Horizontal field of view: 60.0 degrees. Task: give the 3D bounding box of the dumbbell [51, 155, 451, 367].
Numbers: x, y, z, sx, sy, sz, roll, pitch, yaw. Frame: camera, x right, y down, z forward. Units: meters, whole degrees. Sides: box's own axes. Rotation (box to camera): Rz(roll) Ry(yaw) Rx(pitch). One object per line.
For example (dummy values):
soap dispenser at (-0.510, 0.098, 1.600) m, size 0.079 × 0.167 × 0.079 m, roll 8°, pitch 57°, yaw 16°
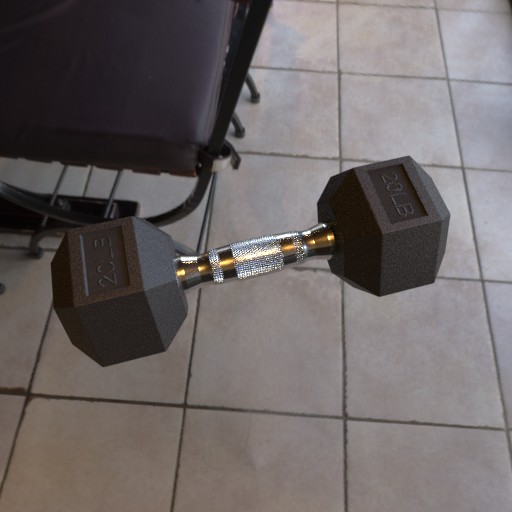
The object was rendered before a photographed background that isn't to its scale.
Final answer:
dumbbell at (0.000, 0.000, 0.325) m, size 0.272 × 0.092 × 0.106 m, roll -13°, pitch 65°, yaw -6°
